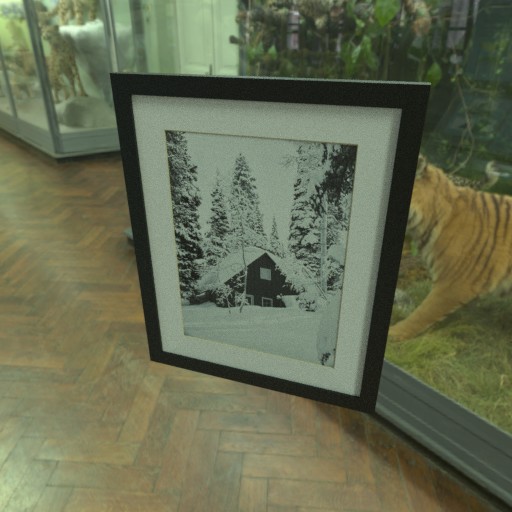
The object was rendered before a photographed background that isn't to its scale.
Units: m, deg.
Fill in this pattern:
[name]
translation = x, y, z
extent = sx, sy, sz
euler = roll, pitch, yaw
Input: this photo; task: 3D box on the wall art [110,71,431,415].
[wall art]
translation = 0.000, 0.000, 0.528
extent = 0.325, 0.397, 0.018
euler = 9, 29, 16
